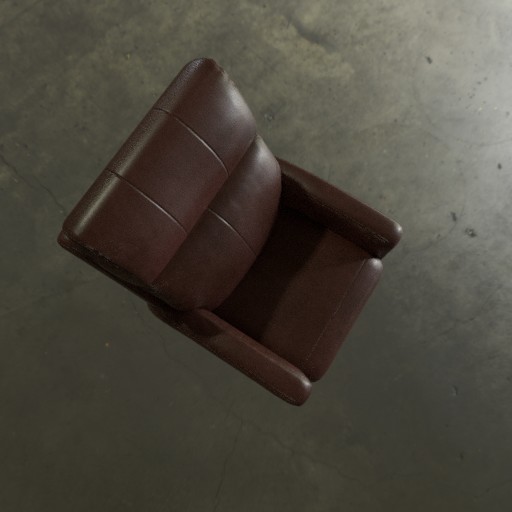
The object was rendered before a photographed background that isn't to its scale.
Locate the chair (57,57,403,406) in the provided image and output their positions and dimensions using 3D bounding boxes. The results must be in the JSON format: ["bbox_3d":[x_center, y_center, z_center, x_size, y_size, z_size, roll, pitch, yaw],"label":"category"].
[{"bbox_3d":[0.000,0.000,1.684,0.939,1.016,0.787,32,78,7],"label":"chair"}]
